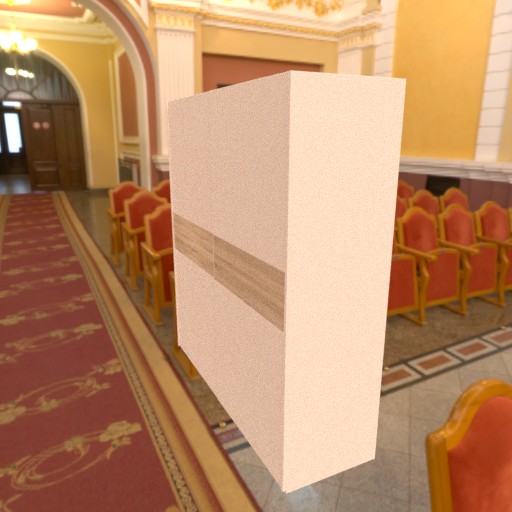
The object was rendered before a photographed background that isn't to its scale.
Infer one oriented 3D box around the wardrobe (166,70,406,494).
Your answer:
[{"bbox_3d":[0.000,0.000,2.917,0.600,2.020,1.830,-7,17,-25],"label":"wardrobe"}]
